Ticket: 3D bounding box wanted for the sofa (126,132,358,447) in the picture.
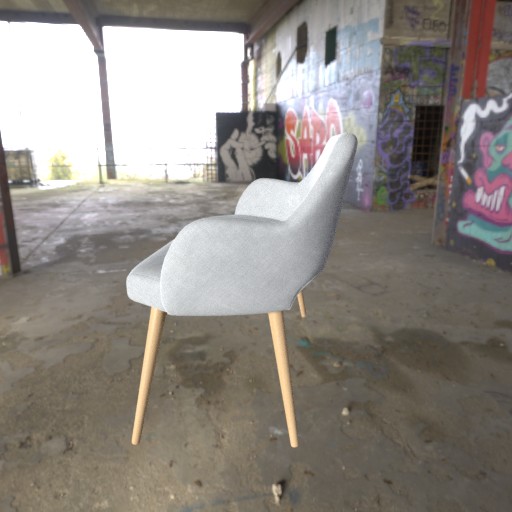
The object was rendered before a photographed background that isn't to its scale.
[{"bbox_3d":[0.000,0.000,1.586,0.610,0.840,1.150,2,15,7],"label":"sofa"}]
